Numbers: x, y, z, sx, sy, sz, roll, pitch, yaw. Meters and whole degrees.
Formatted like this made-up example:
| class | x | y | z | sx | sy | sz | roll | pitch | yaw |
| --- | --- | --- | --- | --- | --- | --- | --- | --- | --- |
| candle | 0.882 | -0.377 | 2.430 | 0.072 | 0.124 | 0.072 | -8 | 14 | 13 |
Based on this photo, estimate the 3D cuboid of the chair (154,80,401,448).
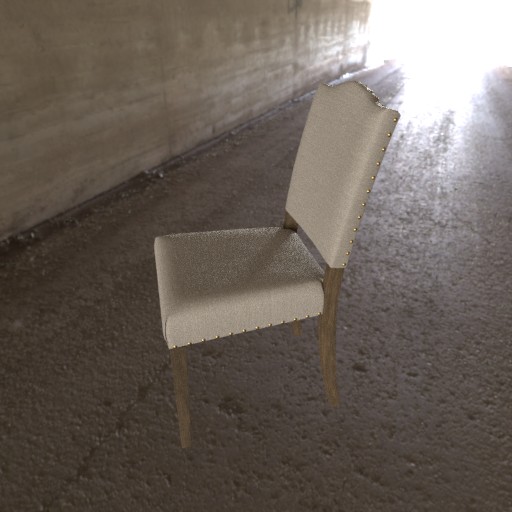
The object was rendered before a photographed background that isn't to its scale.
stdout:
| class | x | y | z | sx | sy | sz | roll | pitch | yaw |
| --- | --- | --- | --- | --- | --- | --- | --- | --- | --- |
| chair | 0.000 | 0.000 | 1.398 | 0.620 | 1.020 | 0.508 | -7 | 30 | -12 |
